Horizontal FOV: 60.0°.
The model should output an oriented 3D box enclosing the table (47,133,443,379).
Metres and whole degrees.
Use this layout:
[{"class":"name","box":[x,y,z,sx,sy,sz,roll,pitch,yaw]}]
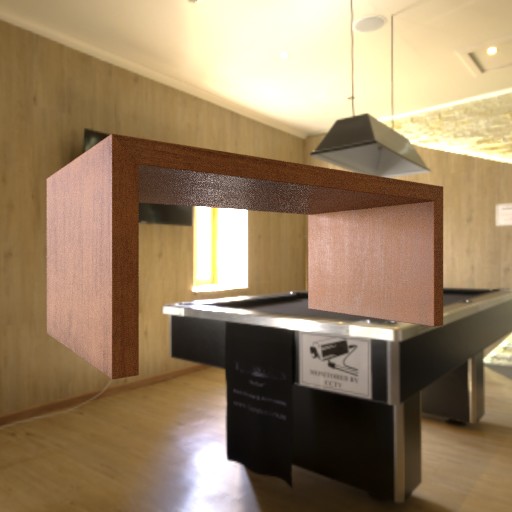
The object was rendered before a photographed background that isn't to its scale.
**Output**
[{"class":"table","box":[0.000,0.000,1.268,1.000,0.419,0.549,0,0,-36]}]
